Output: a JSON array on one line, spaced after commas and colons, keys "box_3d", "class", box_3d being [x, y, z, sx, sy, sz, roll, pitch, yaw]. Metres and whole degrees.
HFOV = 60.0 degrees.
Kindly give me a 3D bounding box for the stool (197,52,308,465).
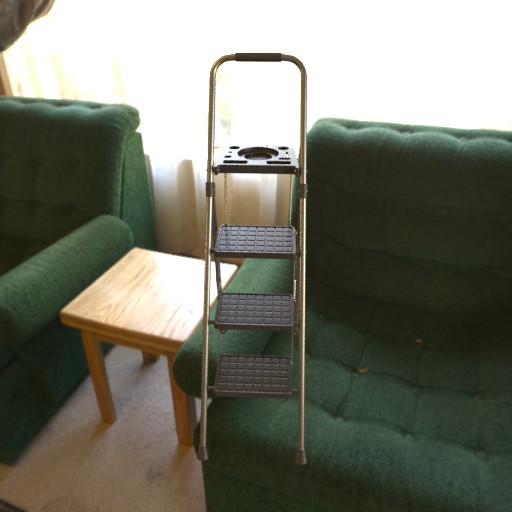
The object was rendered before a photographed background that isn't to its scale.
[{"box_3d": [0.000, 0.000, 1.565, 0.396, 1.277, 0.733, 1, 31, 2], "class": "stool"}]
